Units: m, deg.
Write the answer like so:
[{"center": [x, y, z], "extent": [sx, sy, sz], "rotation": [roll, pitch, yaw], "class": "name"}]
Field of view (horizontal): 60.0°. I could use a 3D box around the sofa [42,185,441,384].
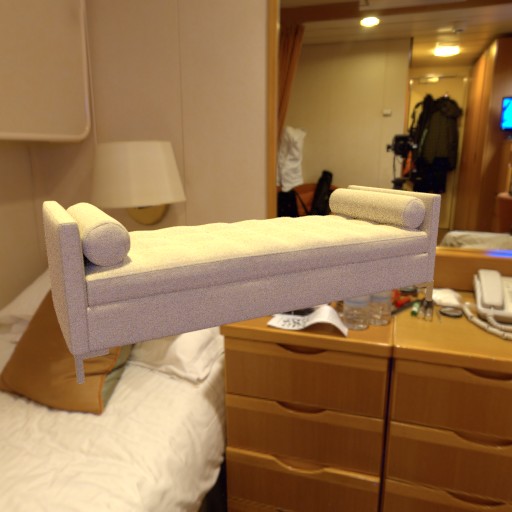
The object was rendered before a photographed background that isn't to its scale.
[{"center": [0.000, 0.000, 2.503], "extent": [2.102, 0.655, 0.797], "rotation": [-7, 16, -28], "class": "sofa"}]
